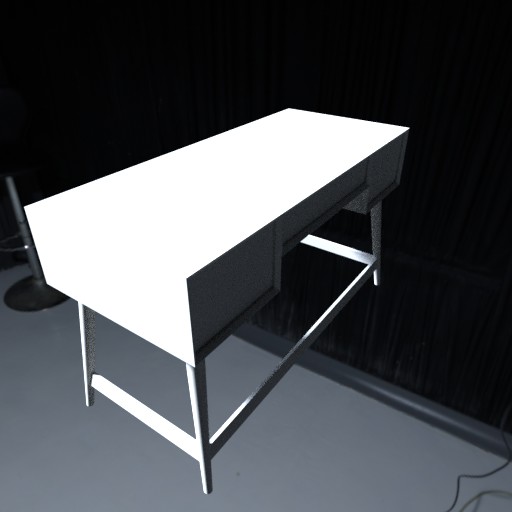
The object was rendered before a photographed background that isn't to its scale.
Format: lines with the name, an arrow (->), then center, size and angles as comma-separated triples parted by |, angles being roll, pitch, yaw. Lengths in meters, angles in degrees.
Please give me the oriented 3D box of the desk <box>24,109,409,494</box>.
desk -> 0.000, 0.000, 1.676 | 0.589, 0.762, 1.313 | 20, 37, 29
